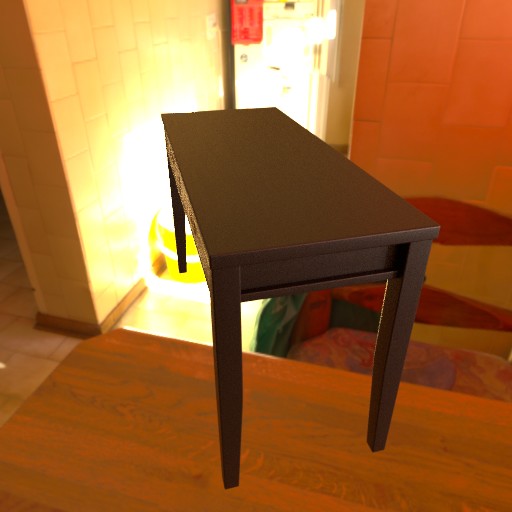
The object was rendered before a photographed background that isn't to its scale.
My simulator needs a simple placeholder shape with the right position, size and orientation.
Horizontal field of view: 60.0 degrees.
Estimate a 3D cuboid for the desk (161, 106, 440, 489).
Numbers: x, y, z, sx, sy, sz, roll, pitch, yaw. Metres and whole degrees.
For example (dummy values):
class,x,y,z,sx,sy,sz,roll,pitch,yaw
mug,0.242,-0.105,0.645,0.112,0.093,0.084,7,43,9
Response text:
class,x,y,z,sx,sy,sz,roll,pitch,yaw
desk,0.000,0.000,1.608,0.508,0.775,1.220,-8,31,-13
